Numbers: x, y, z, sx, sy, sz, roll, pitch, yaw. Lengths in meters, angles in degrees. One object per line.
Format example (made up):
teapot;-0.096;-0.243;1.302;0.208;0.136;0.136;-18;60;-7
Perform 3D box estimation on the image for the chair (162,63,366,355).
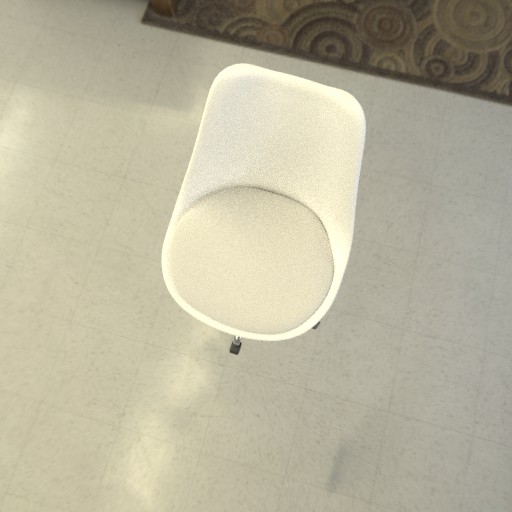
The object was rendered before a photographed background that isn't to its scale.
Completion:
chair;0.000;0.000;1.271;0.550;0.930;0.550;17;77;4
